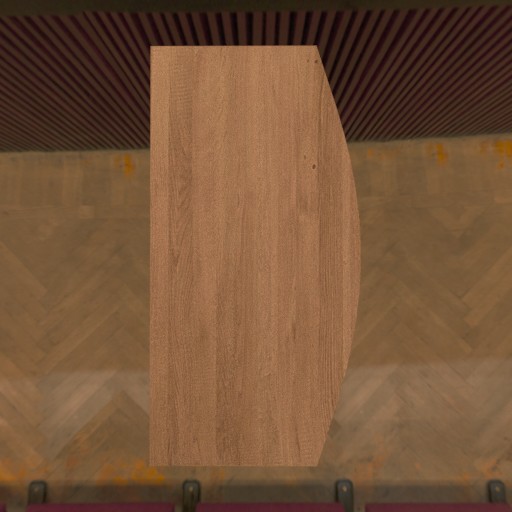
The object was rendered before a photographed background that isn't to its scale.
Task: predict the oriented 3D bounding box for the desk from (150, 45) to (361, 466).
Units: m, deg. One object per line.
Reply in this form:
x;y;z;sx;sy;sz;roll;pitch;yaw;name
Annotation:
0.000;0.000;2.062;0.802;0.752;1.600;0;89;0;desk
